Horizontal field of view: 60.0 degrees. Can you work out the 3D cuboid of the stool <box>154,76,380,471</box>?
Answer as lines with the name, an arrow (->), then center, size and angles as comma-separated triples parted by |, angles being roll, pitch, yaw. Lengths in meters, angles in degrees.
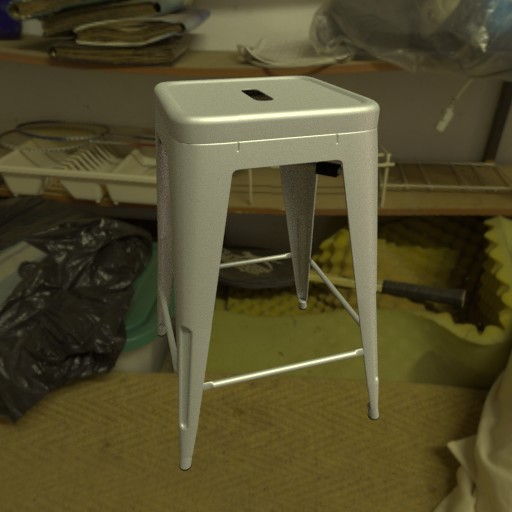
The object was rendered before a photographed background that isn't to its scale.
stool -> 0.000, 0.000, 0.863 | 0.406, 0.610, 0.406 | -9, 31, -14
